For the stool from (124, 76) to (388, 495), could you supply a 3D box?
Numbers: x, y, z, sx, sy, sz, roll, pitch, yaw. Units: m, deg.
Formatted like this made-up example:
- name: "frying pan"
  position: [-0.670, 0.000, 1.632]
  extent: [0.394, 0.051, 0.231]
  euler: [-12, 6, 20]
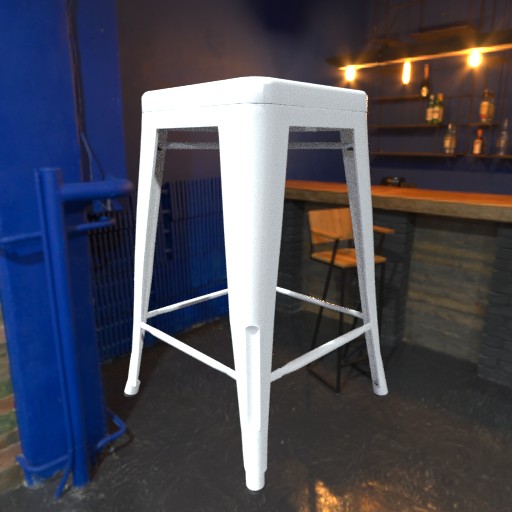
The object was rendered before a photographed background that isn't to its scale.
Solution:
- name: "stool"
  position: [0.000, 0.000, 0.873]
  extent: [0.406, 0.610, 0.406]
  euler: [-14, 20, -43]
